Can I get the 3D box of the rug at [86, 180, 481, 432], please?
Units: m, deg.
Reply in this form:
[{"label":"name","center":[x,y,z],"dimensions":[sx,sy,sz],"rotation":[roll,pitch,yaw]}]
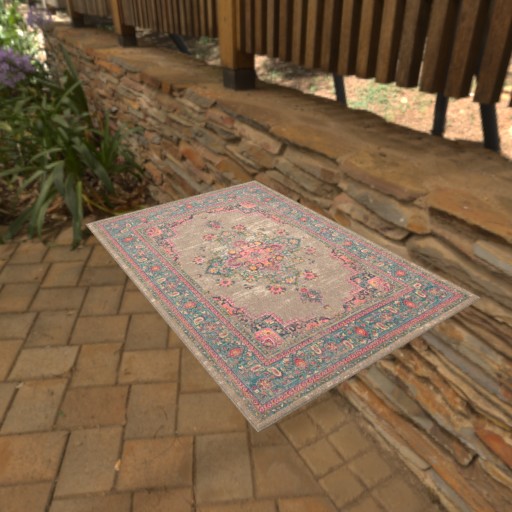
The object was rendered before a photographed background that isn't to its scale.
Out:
[{"label":"rug","center":[0.000,0.000,3.763],"dimensions":[2.005,0.013,2.890],"rotation":[-20,36,-30]}]
